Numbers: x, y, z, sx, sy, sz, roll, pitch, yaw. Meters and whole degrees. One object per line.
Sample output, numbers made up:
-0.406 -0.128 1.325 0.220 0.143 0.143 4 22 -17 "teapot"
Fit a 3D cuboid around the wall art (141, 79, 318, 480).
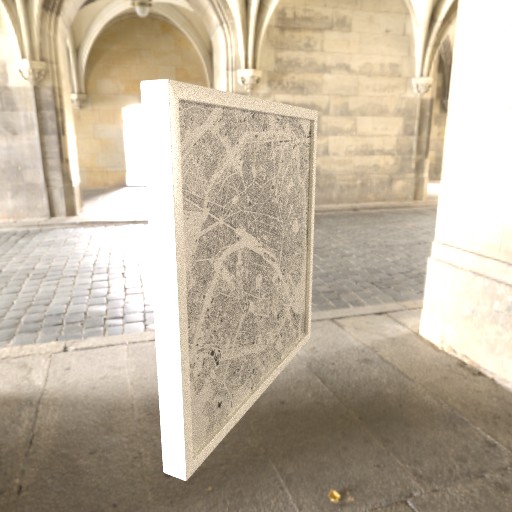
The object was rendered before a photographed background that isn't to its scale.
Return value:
0.000 0.000 0.764 0.038 0.508 0.508 7 16 25 "wall art"
